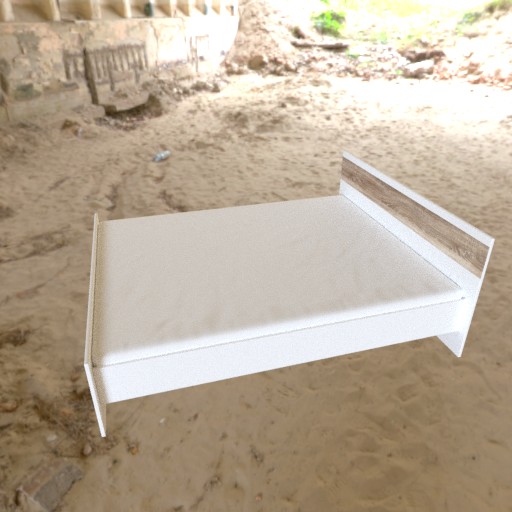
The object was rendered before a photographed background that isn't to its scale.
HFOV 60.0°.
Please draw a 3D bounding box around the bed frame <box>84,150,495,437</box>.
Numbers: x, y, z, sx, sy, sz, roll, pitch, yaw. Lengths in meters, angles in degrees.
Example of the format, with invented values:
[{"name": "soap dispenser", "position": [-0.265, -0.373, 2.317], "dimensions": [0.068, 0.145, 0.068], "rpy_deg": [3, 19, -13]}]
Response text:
[{"name": "bed frame", "position": [0.000, 0.000, 2.942], "dimensions": [2.060, 0.800, 1.720], "rpy_deg": [-8, 30, -14]}]
